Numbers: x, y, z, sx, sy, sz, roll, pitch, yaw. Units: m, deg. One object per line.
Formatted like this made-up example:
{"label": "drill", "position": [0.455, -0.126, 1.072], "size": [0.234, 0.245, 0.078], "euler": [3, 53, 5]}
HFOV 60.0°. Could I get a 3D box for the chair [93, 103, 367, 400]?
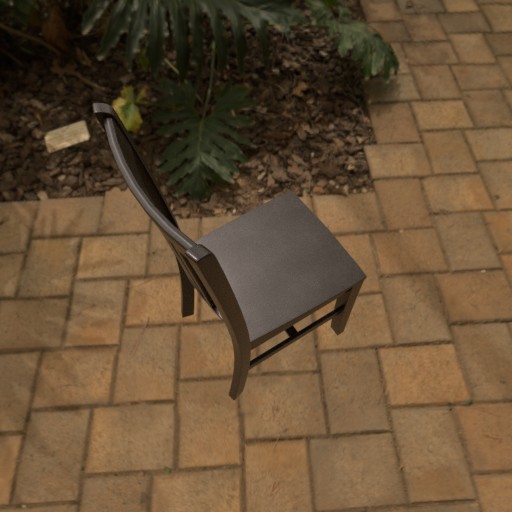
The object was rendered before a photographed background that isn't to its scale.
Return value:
{"label": "chair", "position": [0.000, 0.000, 1.298], "size": [0.555, 0.998, 0.450], "euler": [-28, 62, -17]}
